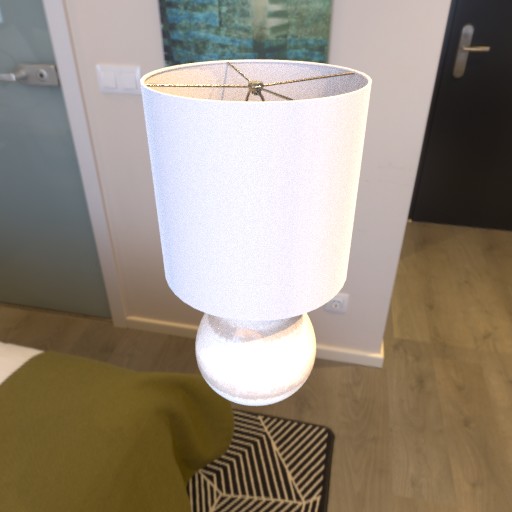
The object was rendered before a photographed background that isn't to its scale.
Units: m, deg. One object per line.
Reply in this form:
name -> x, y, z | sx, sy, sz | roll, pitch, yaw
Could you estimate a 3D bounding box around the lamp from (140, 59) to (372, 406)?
lamp -> 0.000, 0.000, 0.530 | 0.217, 0.404, 0.217 | -10, 33, -15
